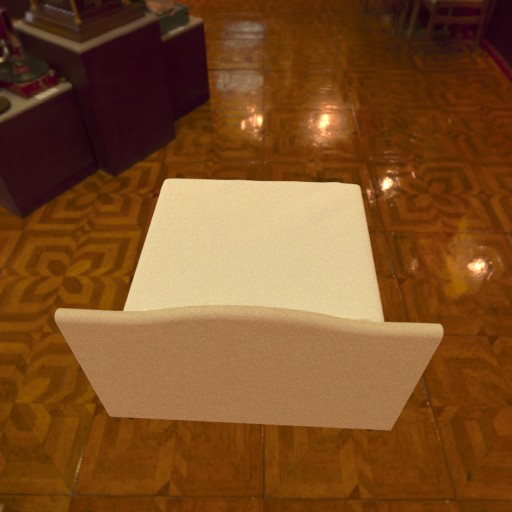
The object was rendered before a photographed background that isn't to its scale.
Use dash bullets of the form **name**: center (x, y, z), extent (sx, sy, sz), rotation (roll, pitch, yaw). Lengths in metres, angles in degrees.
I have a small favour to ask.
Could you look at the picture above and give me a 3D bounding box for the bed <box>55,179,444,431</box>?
- **bed**: center (0.000, 0.000, 3.523), extent (2.083, 1.421, 2.182), rotation (2, 47, 2)
